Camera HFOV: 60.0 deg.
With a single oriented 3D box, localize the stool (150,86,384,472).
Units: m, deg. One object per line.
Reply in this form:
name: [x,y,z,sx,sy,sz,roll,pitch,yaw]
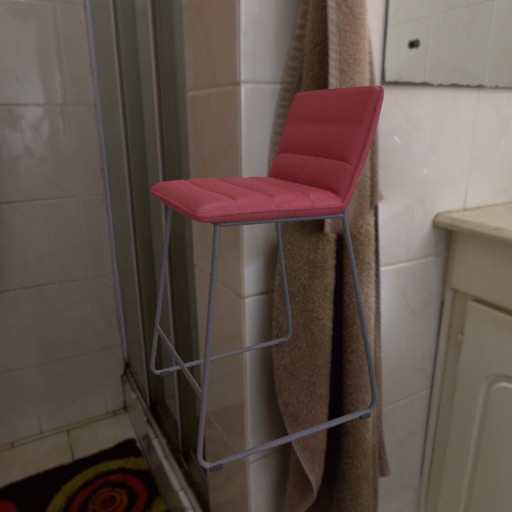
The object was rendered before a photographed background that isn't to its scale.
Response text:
stool: [0.000,0.000,1.205,0.524,0.866,0.489,-9,19,-26]
